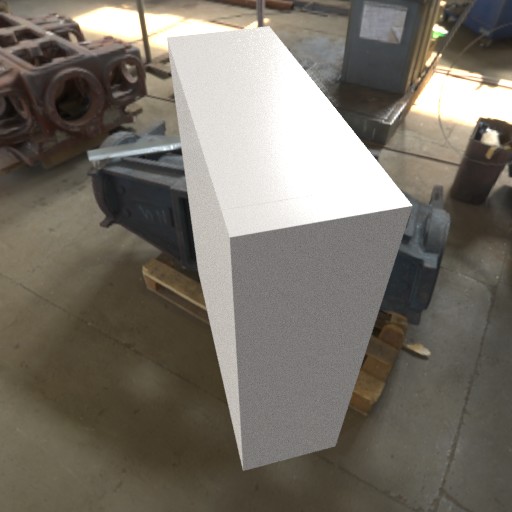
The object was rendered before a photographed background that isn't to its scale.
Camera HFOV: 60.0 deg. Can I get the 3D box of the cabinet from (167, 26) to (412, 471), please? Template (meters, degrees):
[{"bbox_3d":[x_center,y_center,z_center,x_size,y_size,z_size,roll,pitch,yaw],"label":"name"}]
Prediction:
[{"bbox_3d":[0.000,0.000,1.538,0.348,1.150,0.990,-10,46,-10],"label":"cabinet"}]
